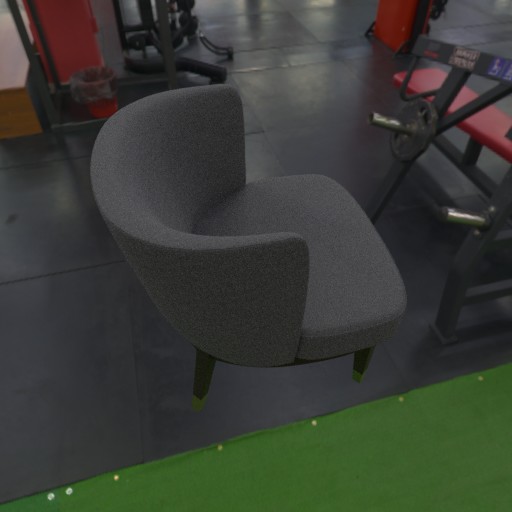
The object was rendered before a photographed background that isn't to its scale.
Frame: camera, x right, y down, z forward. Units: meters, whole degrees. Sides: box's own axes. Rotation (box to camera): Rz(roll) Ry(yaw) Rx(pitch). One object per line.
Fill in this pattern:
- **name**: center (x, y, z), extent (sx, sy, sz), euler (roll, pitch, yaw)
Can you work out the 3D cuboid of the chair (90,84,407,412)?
- **chair**: center (0.000, 0.000, 1.207), extent (0.698, 0.695, 0.639), euler (-9, 46, -9)
